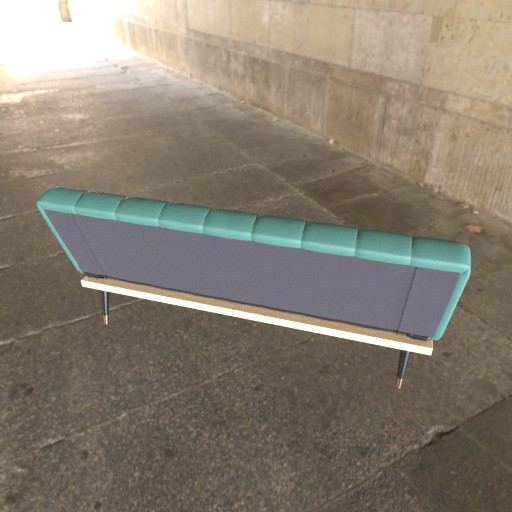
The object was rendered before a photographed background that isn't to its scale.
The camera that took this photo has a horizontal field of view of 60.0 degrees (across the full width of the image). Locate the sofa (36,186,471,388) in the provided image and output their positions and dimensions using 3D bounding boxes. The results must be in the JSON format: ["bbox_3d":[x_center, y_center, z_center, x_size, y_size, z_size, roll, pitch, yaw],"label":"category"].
[{"bbox_3d":[0.000,0.000,2.276,1.810,0.820,0.830,9,34,14],"label":"sofa"}]
